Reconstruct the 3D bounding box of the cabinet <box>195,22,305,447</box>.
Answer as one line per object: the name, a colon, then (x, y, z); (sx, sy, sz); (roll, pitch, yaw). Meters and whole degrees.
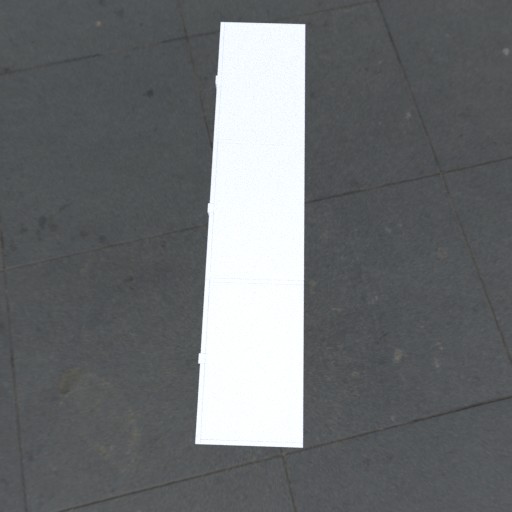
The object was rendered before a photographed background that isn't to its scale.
cabinet: (0.000, 0.000, 3.861); (0.590, 2.370, 2.700); (2, 76, 0)
